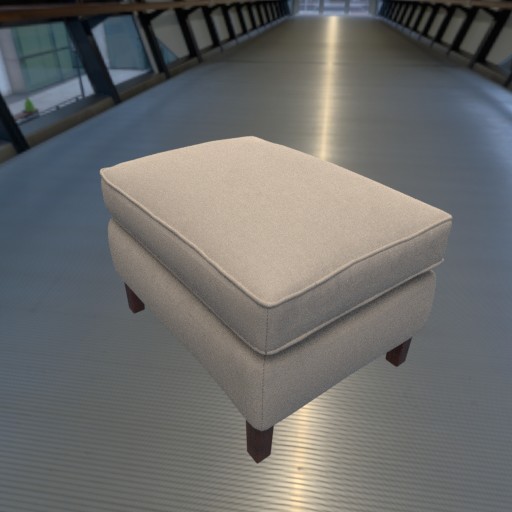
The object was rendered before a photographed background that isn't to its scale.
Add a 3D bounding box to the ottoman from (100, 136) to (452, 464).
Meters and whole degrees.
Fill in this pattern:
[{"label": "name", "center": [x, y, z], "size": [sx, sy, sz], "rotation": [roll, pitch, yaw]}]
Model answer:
[{"label": "ottoman", "center": [0.000, 0.000, 1.021], "size": [0.501, 0.456, 0.665], "rotation": [-21, 37, -31]}]
